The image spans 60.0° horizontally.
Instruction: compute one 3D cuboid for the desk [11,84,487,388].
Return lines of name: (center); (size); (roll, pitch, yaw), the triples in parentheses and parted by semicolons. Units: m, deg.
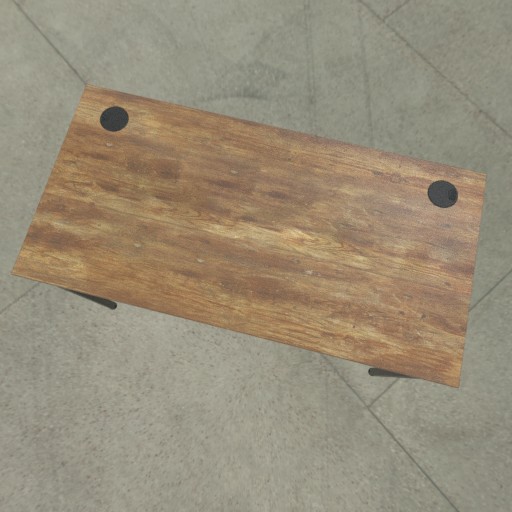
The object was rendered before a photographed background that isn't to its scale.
desk: (0.000, 0.000, 1.579); (1.200, 0.749, 0.600); (14, 76, 3)
